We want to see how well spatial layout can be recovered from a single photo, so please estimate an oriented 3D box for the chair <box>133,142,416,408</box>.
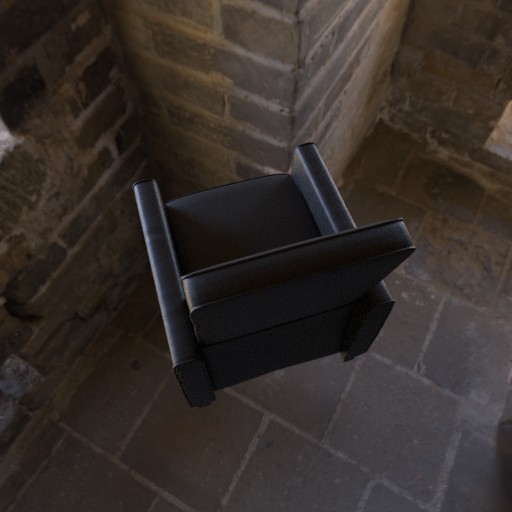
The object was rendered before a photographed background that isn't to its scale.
[{"bbox_3d":[0.000,0.000,1.512,0.705,1.013,0.746,-15,59,-9],"label":"chair"}]
